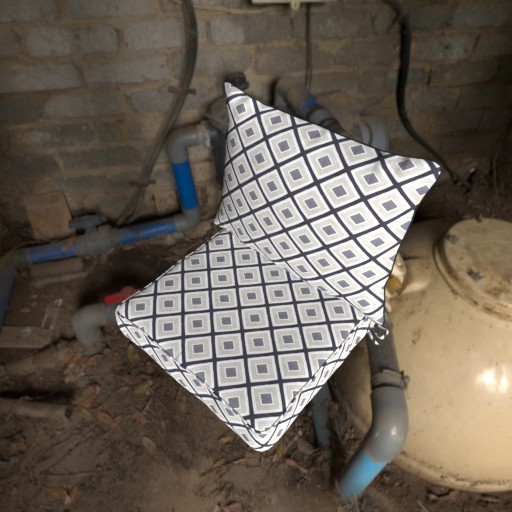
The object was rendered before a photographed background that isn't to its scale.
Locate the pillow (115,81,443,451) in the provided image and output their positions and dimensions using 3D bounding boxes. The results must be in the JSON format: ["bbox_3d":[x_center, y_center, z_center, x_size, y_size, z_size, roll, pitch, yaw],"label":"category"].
[{"bbox_3d":[0.000,0.000,1.389,0.798,0.722,0.733,32,53,27],"label":"pillow"}]
